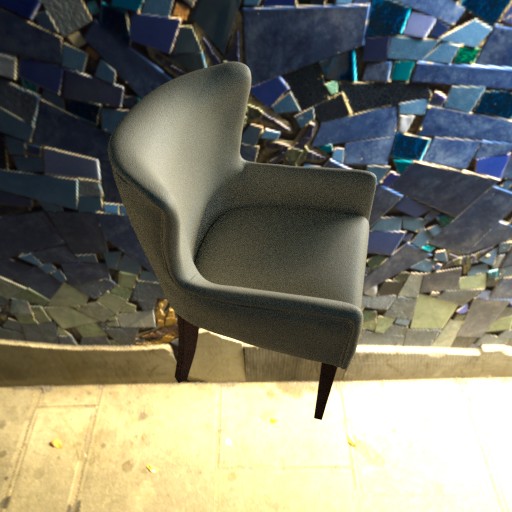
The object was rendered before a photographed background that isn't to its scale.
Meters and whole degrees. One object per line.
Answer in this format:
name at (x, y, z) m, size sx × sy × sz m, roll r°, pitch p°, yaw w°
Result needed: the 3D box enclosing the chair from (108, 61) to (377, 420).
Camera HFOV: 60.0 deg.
chair at (0.000, 0.000, 1.418) m, size 0.686 × 0.952 × 0.660 m, roll 10°, pitch 48°, yaw 10°
